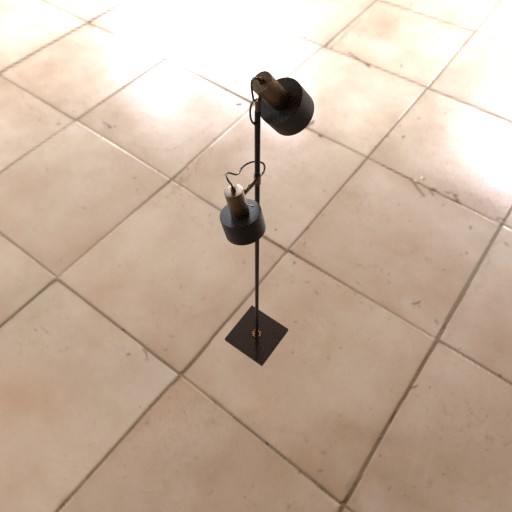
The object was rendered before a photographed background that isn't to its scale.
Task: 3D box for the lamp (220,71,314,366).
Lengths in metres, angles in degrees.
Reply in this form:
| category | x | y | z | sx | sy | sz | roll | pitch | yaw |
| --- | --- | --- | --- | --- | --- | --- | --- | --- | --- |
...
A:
| category | x | y | z | sx | sy | sz | roll | pitch | yaw |
| --- | --- | --- | --- | --- | --- | --- | --- | --- | --- |
| lamp | 0.000 | 0.000 | 1.633 | 0.233 | 1.505 | 0.315 | 31 | 62 | 19 |
